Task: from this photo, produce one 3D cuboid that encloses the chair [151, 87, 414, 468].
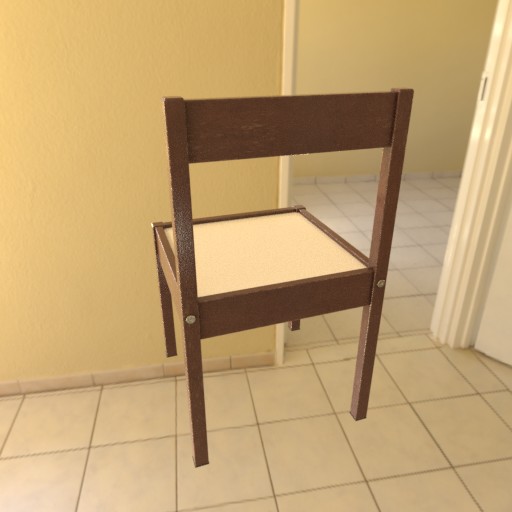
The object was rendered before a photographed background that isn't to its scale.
[{"bbox_3d":[0.000,0.000,0.691,0.285,0.505,0.285,-9,27,-17],"label":"chair"}]
